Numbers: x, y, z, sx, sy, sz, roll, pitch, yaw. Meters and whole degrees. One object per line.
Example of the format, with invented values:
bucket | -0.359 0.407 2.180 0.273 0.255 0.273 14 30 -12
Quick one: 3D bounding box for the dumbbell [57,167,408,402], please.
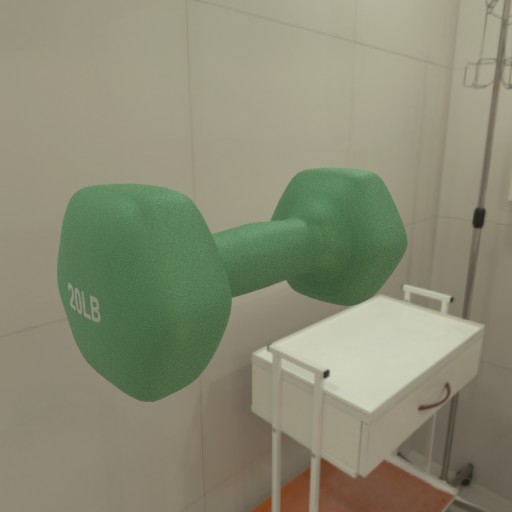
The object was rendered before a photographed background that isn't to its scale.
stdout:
dumbbell | 0.000 0.000 0.324 0.129 0.117 0.260 14 21 43
